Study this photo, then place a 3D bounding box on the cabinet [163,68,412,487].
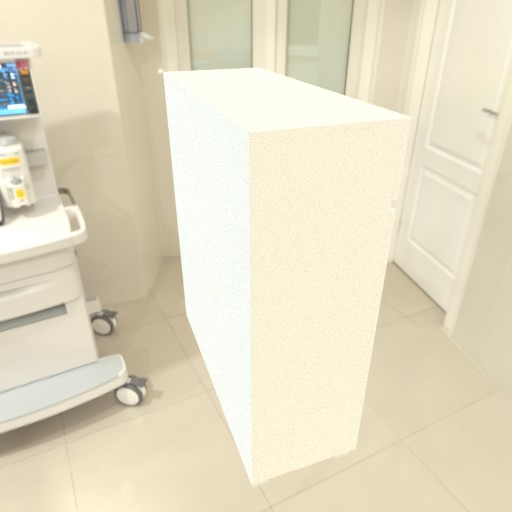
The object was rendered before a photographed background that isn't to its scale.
[{"bbox_3d":[0.000,0.000,1.667,0.400,1.190,1.000,-10,31,-18],"label":"cabinet"}]
